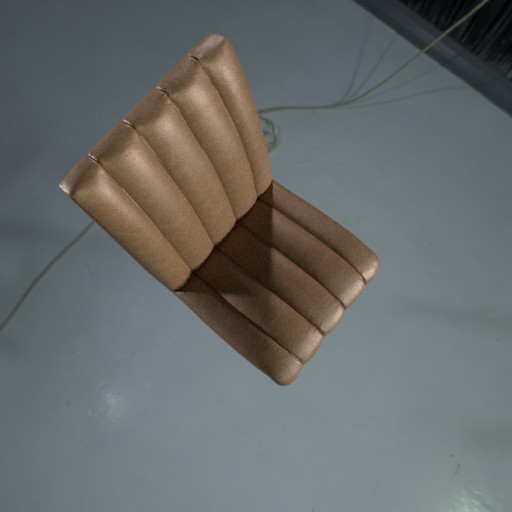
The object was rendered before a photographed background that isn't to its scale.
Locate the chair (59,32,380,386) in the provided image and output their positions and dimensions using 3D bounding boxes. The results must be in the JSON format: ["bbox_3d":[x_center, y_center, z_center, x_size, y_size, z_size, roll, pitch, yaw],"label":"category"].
[{"bbox_3d":[0.000,0.000,1.349,0.647,1.016,0.511,39,79,9],"label":"chair"}]
